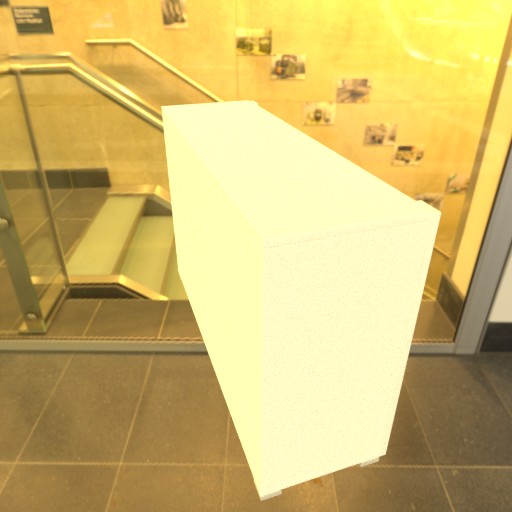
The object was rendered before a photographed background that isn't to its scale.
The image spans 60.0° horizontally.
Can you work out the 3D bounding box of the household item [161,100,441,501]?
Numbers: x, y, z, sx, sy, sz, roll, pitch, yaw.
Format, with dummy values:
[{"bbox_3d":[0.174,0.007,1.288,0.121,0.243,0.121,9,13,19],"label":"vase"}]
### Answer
[{"bbox_3d":[0.000,0.000,1.670,0.420,0.867,1.300,-10,32,-16],"label":"household item"}]
